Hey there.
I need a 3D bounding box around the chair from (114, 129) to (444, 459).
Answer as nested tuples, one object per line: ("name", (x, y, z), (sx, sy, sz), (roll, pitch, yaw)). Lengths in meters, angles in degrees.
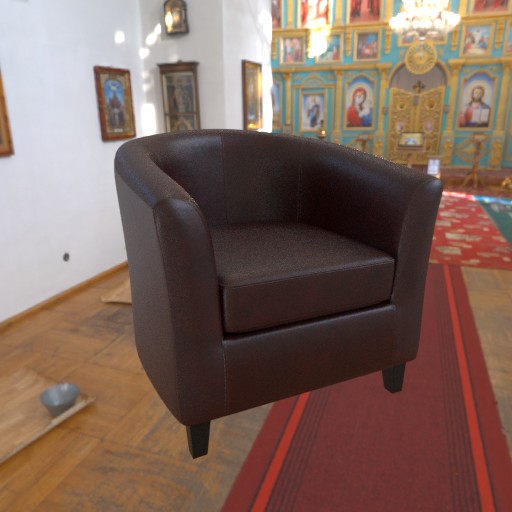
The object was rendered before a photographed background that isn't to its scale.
("chair", (0.000, 0.000, 1.378), (0.792, 0.756, 0.727), (-8, 18, -25))
